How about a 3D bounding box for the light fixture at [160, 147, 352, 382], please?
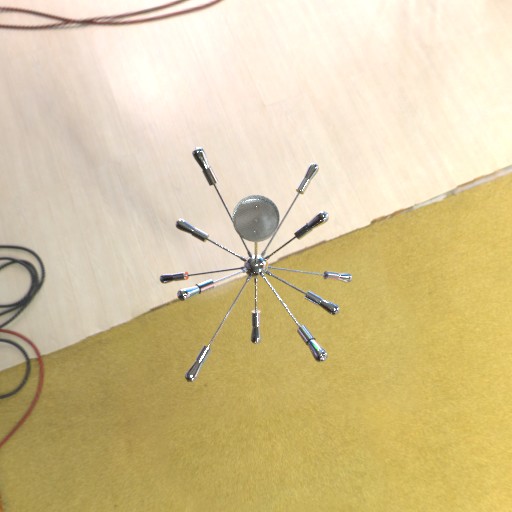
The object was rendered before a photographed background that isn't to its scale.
[{"bbox_3d":[0.000,0.000,1.079,0.509,0.558,0.684,29,77,7],"label":"light fixture"}]
